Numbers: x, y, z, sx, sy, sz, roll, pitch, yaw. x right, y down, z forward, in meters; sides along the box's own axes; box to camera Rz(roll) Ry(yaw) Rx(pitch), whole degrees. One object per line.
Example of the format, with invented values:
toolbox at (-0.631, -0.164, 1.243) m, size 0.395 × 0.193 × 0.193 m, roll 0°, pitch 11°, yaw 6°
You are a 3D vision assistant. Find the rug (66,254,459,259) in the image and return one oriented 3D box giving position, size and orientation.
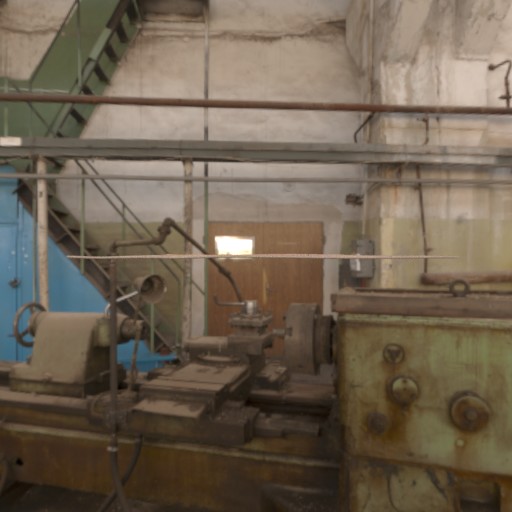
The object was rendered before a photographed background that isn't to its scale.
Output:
rug at (0.000, 0.000, 2.282) m, size 1.220 × 0.017 × 1.835 m, roll 0°, pitch 0°, yaw -2°
